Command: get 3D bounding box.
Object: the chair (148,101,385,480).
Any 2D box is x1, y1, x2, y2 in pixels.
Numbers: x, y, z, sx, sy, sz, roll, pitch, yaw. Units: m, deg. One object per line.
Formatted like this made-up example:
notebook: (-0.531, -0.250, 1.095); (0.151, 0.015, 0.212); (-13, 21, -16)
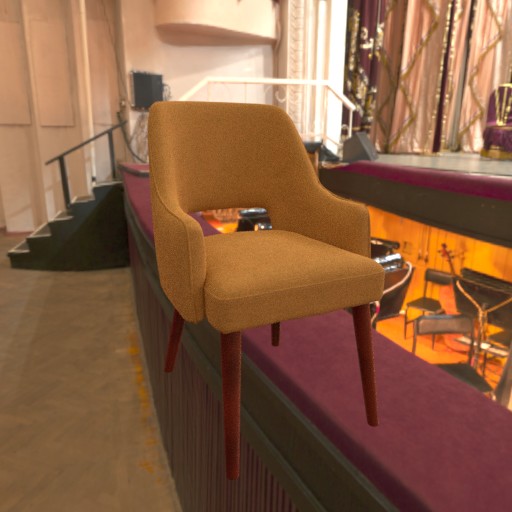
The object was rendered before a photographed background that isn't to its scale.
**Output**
chair: (0.000, 0.000, 1.238); (0.548, 0.849, 0.605); (-8, 17, -26)
